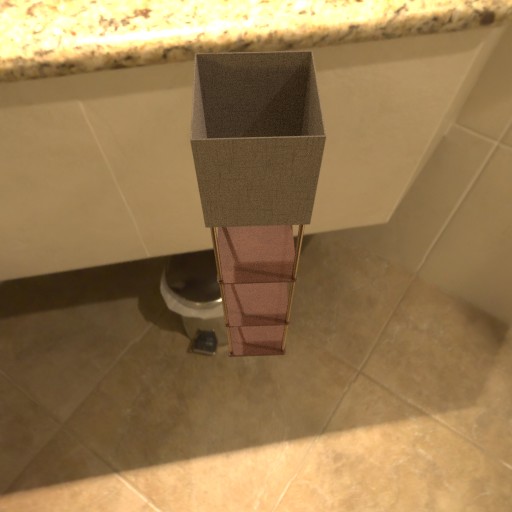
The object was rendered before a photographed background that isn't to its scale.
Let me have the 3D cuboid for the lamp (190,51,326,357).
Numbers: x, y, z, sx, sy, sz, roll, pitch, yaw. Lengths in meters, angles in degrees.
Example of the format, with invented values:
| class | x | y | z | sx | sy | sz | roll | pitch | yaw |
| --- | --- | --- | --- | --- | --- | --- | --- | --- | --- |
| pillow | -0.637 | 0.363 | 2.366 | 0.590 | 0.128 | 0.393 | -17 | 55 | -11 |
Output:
| class | x | y | z | sx | sy | sz | roll | pitch | yaw |
| --- | --- | --- | --- | --- | --- | --- | --- | --- | --- |
| lamp | 0.000 | 0.000 | 1.753 | 0.308 | 1.569 | 0.310 | -2 | 59 | -1 |
